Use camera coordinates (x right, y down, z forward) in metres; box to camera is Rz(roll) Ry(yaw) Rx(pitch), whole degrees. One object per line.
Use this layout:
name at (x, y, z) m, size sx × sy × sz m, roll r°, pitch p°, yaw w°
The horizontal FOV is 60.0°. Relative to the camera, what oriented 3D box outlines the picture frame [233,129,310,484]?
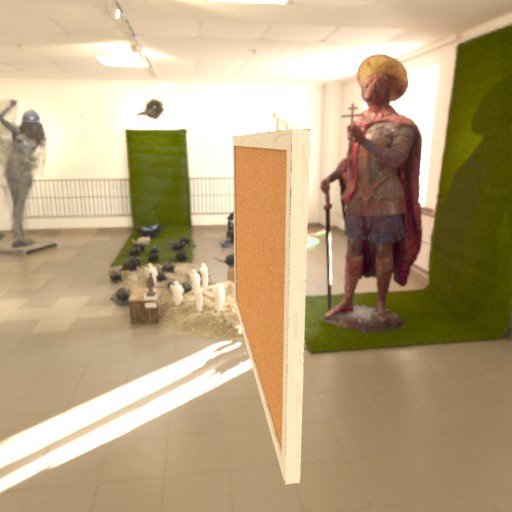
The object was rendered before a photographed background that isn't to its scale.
picture frame at (0.000, 0.000, 1.207) m, size 0.029 × 0.640 × 0.950 m, roll -2°, pitch 15°, yaw -8°
